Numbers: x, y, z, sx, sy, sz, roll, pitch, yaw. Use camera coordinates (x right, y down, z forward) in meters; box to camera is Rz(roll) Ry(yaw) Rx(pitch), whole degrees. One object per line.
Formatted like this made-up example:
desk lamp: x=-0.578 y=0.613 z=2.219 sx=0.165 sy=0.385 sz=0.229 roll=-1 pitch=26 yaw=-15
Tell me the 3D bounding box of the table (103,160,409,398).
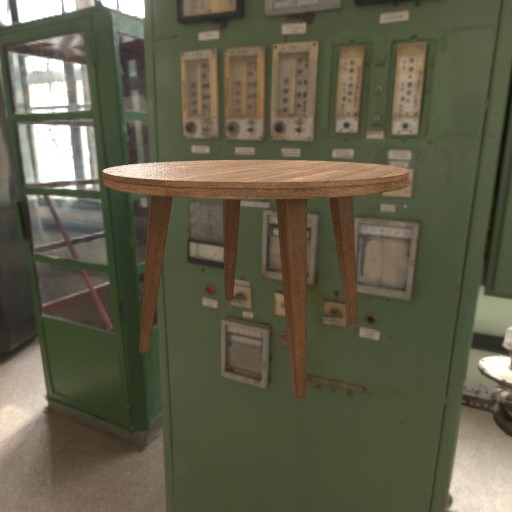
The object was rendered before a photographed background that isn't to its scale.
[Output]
table: x=0.000 y=0.000 z=1.948 sx=1.213 sy=0.764 sz=1.213 roll=0 pitch=15 yaw=0
